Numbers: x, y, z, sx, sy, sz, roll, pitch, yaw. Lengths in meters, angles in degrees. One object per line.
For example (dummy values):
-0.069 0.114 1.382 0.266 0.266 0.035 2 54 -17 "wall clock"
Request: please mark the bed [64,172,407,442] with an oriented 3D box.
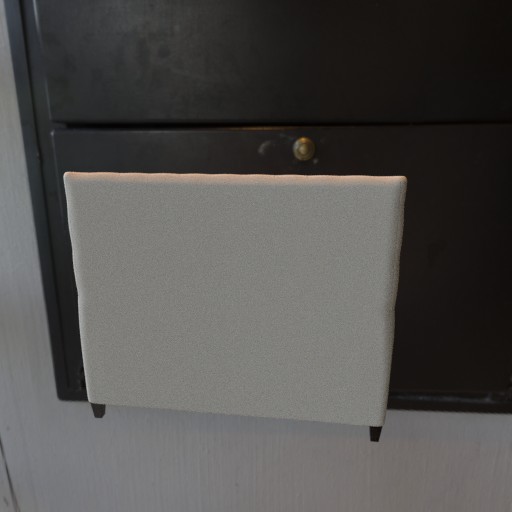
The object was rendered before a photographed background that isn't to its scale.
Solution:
0.000 0.000 3.352 1.696 1.426 2.233 2 16 7 "bed"
